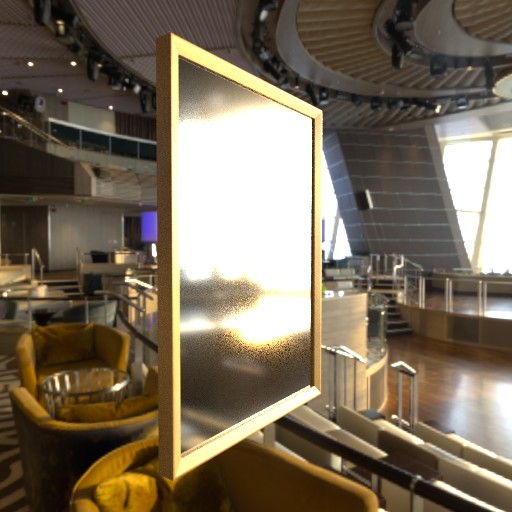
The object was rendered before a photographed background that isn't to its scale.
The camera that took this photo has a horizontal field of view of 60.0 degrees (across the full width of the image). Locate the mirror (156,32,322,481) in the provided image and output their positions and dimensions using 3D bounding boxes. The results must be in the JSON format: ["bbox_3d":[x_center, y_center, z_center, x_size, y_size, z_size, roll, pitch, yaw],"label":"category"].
[{"bbox_3d":[0.000,0.000,0.917,0.039,0.710,0.507,1,2,36],"label":"mirror"}]
